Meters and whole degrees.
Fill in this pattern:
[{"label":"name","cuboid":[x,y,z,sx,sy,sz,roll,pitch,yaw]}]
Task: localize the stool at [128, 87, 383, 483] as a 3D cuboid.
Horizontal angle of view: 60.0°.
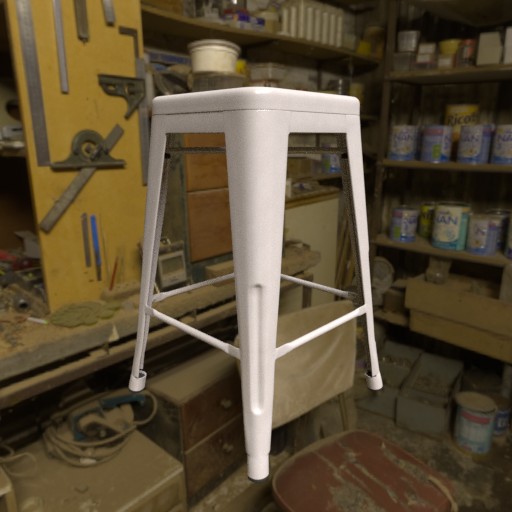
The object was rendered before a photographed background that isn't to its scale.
[{"label":"stool","cuboid":[0.000,0.000,0.901,0.406,0.610,0.406,14,21,42]}]
